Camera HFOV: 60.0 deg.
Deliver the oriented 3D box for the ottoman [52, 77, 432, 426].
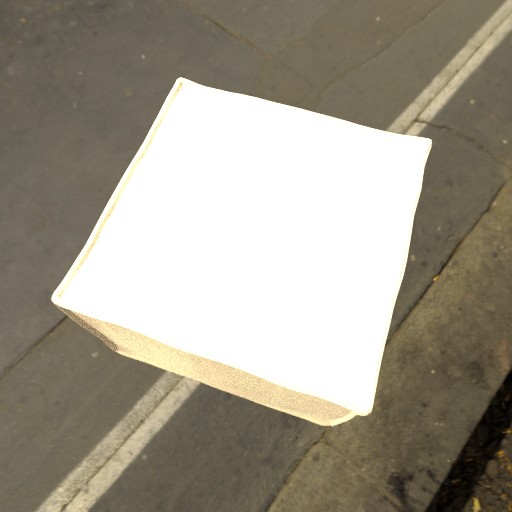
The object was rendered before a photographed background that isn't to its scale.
[{"bbox_3d":[0.000,0.000,1.179,0.707,0.470,0.696,17,67,8],"label":"ottoman"}]
